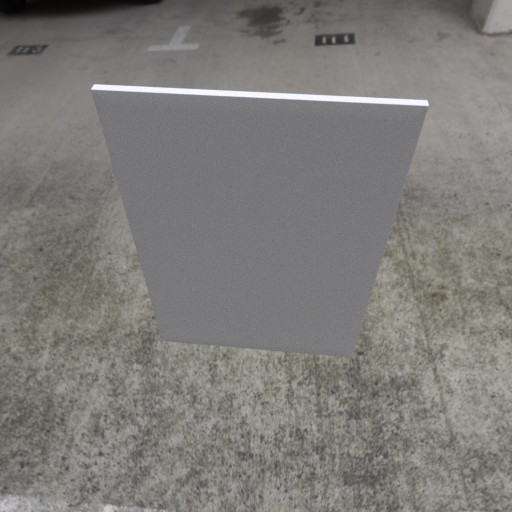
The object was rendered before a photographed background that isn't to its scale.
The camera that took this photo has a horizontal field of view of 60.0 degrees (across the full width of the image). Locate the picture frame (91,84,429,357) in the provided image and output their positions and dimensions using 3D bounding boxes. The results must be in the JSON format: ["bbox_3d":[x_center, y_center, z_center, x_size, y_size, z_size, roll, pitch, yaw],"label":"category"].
[{"bbox_3d":[0.000,0.000,0.694,0.381,0.534,0.012,4,47,4],"label":"picture frame"}]
